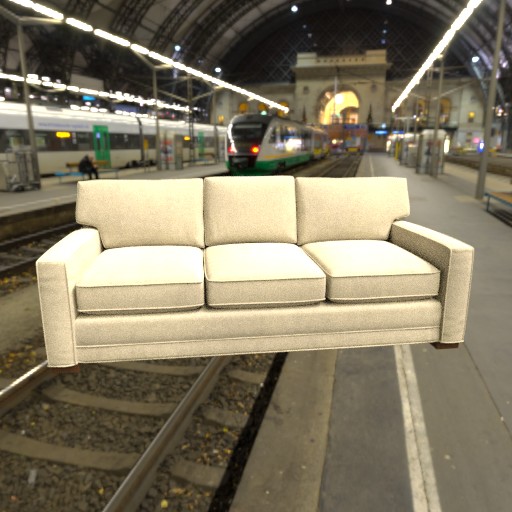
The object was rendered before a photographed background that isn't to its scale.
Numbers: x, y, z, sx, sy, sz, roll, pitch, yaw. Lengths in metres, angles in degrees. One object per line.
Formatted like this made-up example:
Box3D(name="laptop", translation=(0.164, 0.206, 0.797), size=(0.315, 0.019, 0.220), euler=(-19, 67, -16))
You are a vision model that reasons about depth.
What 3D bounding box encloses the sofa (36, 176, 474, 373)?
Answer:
Box3D(name="sofa", translation=(0.000, 0.000, 2.540), size=(2.093, 0.862, 0.936), euler=(-2, 14, -7))
